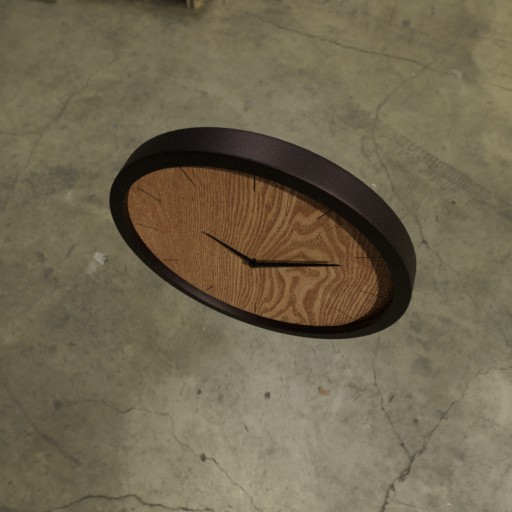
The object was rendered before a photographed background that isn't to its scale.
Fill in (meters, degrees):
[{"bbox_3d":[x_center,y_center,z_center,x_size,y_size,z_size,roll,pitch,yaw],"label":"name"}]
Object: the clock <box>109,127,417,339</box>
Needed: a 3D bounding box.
[{"bbox_3d":[0.000,0.000,0.460,0.314,0.314,0.029,17,60,10],"label":"clock"}]
